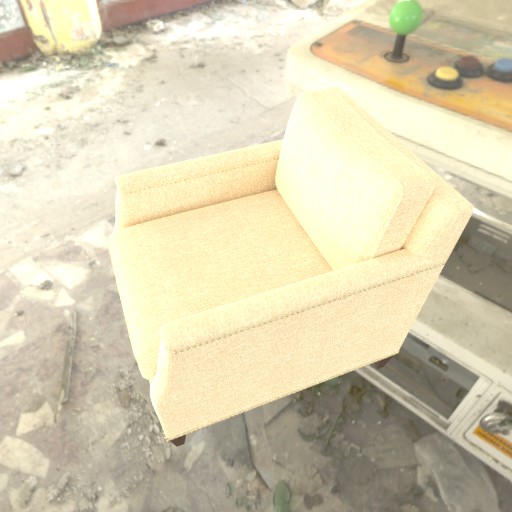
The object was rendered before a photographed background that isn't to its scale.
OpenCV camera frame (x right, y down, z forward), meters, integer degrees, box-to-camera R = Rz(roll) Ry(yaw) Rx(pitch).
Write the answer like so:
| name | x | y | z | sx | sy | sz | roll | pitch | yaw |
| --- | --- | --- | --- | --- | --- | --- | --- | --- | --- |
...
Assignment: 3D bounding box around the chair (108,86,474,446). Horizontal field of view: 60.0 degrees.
| name | x | y | z | sx | sy | sz | roll | pitch | yaw |
| --- | --- | --- | --- | --- | --- | --- | --- | --- | --- |
| chair | 0.000 | 0.000 | 1.708 | 1.041 | 0.940 | 0.838 | -16 | 49 | -15 |
